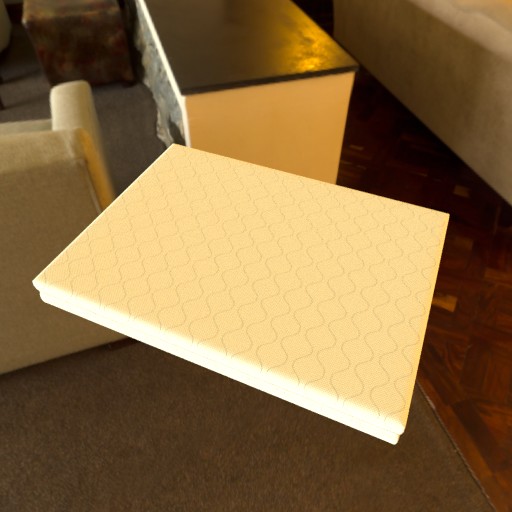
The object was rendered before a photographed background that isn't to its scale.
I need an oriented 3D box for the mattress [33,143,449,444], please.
[{"bbox_3d":[0.000,0.000,2.507,1.900,0.200,1.400,18,49,16],"label":"mattress"}]
